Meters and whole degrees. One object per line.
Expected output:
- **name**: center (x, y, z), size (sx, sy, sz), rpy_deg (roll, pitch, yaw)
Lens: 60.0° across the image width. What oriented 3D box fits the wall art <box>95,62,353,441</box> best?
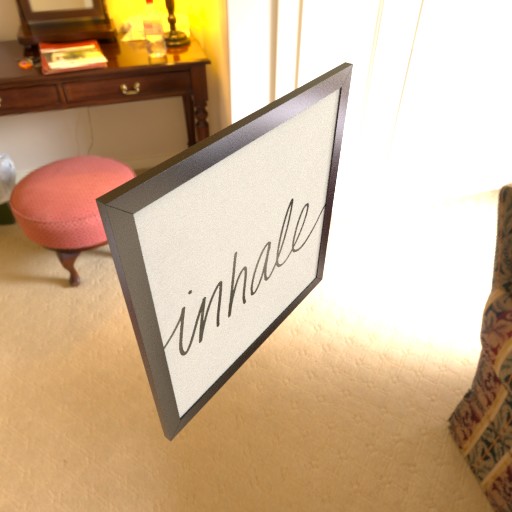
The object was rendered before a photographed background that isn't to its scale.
- **wall art**: center (0.000, 0.000, 0.667), size (0.014, 0.445, 0.446), rpy_deg (27, 49, 27)
